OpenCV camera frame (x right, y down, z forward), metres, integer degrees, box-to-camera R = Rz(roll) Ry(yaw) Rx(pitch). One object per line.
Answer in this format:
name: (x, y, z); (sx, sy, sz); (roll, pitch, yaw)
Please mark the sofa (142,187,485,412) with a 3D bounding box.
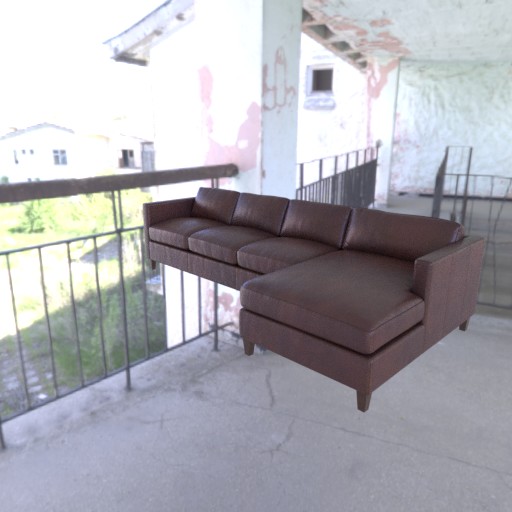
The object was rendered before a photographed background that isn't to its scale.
sofa: (0.000, 0.000, 3.875); (3.203, 0.883, 1.581); (15, 22, 43)
